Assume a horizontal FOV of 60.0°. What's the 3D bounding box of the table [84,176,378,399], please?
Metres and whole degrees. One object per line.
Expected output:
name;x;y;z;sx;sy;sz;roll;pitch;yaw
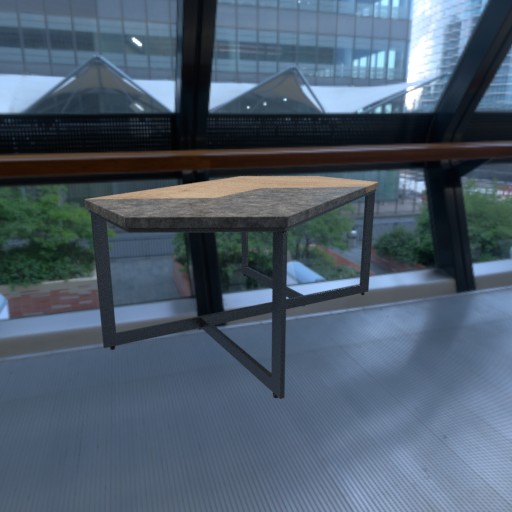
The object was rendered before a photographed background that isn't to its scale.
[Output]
table;0.000;0.000;1.525;0.609;0.457;1.219;7;16;26
